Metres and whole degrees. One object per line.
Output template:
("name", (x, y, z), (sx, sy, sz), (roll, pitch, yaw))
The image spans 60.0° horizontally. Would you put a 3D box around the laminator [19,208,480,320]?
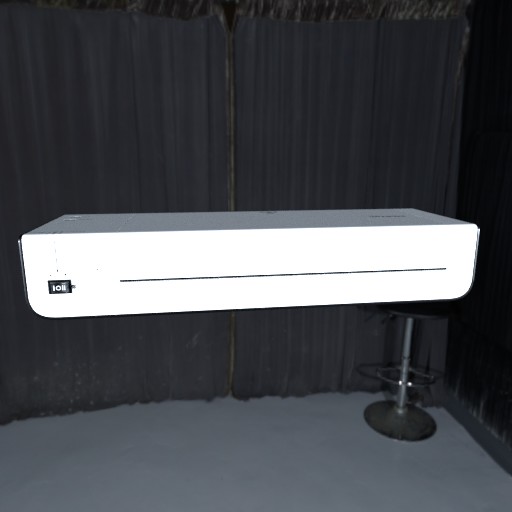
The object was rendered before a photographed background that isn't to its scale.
("laminator", (0.000, 0.000, 0.378), (0.340, 0.062, 0.123), (-2, 13, -8))
